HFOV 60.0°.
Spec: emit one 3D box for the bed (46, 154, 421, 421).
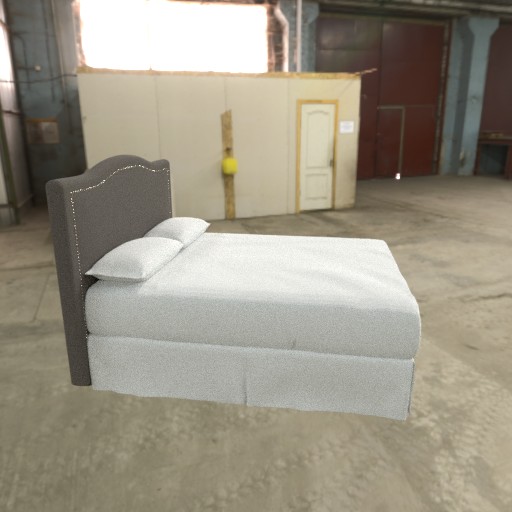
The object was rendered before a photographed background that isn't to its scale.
[{"bbox_3d":[0.000,0.000,3.150,2.036,1.387,1.666,3,16,9],"label":"bed"}]
